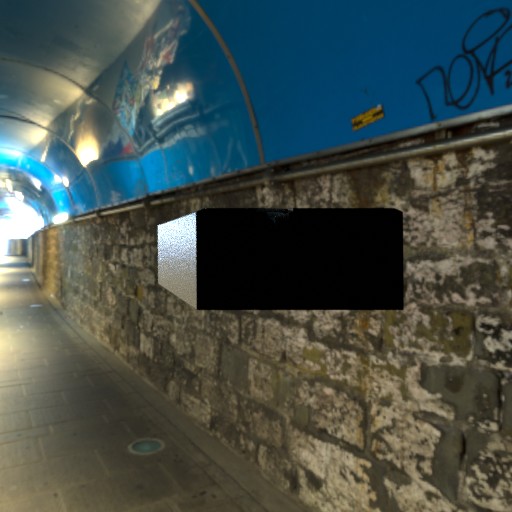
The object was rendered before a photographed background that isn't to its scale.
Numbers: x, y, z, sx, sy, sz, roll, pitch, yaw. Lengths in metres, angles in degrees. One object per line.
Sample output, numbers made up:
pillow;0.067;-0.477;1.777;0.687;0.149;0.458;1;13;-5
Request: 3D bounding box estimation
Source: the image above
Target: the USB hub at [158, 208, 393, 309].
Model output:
USB hub;0.000;0.000;0.129;0.044;0.023;0.110;0;1;-19
